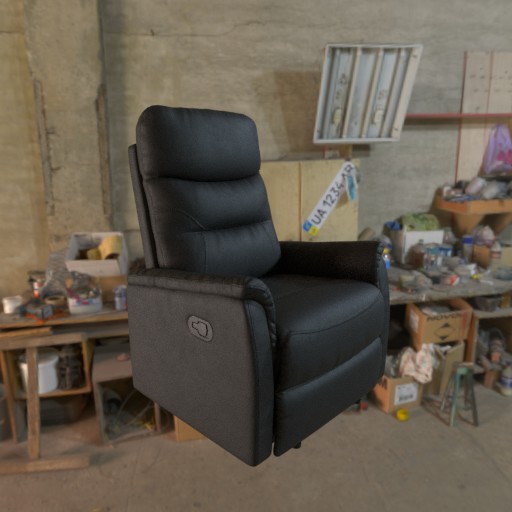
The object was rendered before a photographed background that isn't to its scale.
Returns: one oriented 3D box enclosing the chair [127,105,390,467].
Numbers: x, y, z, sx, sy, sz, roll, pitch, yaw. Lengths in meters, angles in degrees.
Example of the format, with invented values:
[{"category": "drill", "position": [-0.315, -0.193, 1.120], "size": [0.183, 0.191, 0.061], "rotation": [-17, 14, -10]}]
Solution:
[{"category": "chair", "position": [0.000, 0.000, 1.659], "size": [0.831, 1.082, 0.775], "rotation": [12, 18, 43]}]
